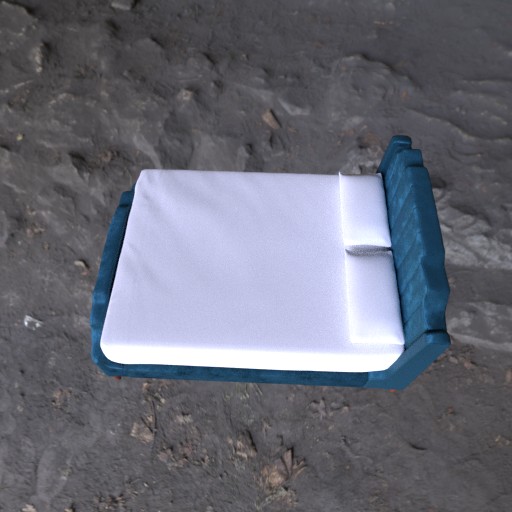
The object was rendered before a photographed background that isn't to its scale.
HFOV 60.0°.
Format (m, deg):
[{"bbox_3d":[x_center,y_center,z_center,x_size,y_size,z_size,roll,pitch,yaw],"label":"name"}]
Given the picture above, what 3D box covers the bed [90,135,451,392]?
[{"bbox_3d":[0.000,0.000,3.382,2.322,1.338,1.678,2,59,1],"label":"bed"}]
